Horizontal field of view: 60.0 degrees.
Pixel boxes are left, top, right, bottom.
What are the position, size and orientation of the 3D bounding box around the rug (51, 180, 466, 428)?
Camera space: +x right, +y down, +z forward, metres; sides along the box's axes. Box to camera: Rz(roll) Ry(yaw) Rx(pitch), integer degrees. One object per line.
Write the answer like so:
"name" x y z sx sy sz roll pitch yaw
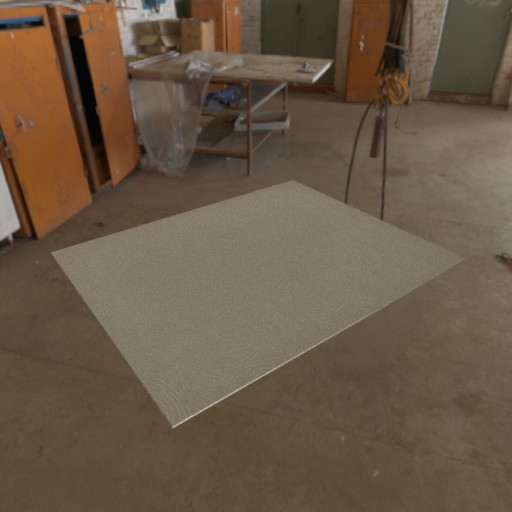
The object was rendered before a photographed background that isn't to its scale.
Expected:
"rug" 0.000 0.000 3.524 2.584 0.011 2.073 -21 37 -31
